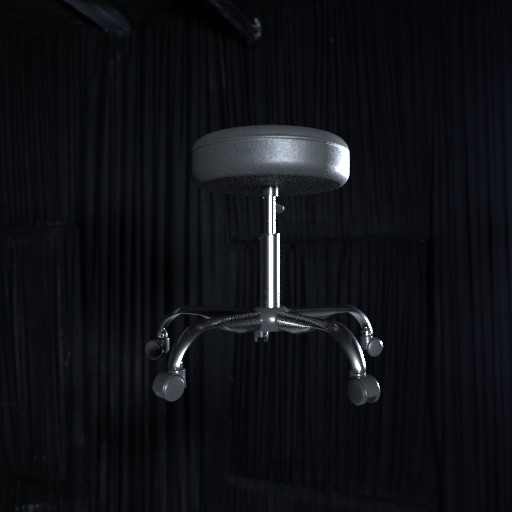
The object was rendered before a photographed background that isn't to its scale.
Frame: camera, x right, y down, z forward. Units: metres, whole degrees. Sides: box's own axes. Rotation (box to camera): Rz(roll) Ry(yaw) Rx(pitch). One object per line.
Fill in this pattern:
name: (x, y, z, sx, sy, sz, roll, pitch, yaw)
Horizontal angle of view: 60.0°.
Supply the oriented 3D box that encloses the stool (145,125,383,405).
stool: (0.000, 0.000, 1.161, 0.638, 0.576, 0.673, 0, 0, 17)
